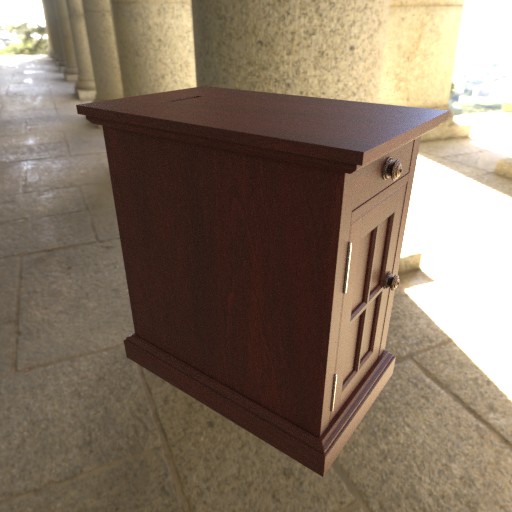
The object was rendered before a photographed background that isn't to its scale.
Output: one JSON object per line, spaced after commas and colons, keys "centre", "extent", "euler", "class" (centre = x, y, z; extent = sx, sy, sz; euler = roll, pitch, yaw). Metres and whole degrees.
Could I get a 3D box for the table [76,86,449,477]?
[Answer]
{"centre": [0.000, 0.000, 0.952], "extent": [0.584, 0.612, 0.356], "euler": [19, 33, 32], "class": "table"}
